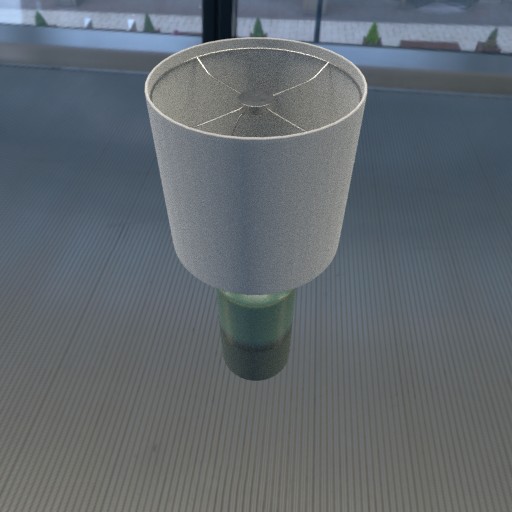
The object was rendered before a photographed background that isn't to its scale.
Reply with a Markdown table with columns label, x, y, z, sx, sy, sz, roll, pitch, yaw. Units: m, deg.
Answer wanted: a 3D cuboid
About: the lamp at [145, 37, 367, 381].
| label | x | y | z | sx | sy | sz | roll | pitch | yaw |
| --- | --- | --- | --- | --- | --- | --- | --- | --- | --- |
| lamp | 0.000 | 0.000 | 0.605 | 0.212 | 0.493 | 0.212 | -31 | 54 | -26 |
